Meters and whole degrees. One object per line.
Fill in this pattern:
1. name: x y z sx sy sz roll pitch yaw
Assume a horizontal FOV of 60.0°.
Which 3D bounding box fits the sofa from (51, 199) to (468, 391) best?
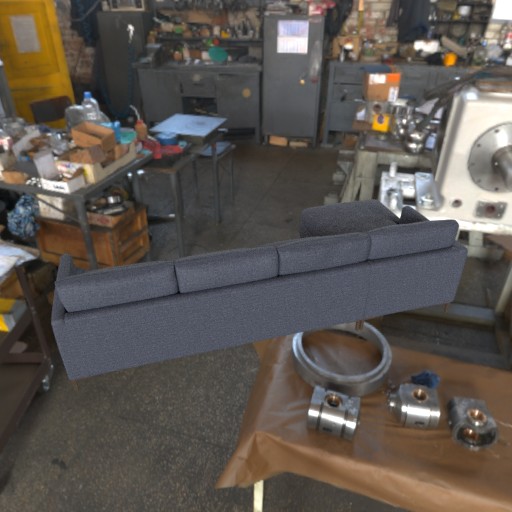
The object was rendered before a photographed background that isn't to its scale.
1. sofa: 0.000 0.000 2.965 2.445 0.673 1.125 -9 33 -14
